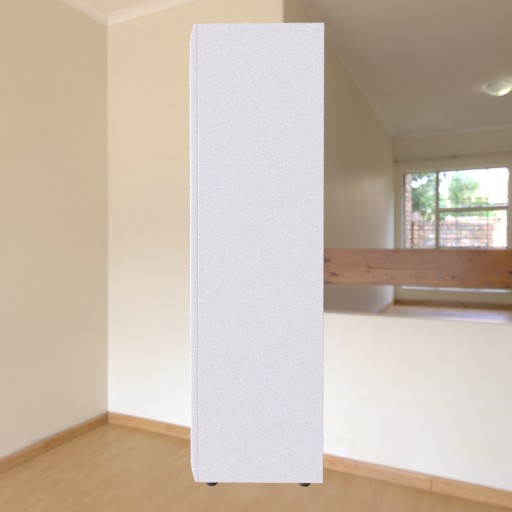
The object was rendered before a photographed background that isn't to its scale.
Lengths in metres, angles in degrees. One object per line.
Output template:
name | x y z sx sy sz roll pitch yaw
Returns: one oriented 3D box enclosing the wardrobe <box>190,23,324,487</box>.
wardrobe | 0.000 0.000 1.588 0.360 1.200 0.900 0 1 1
